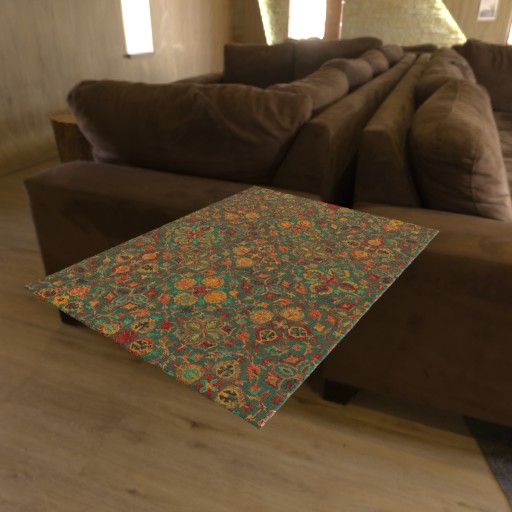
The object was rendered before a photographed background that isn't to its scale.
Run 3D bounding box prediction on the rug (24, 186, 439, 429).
[{"bbox_3d":[0.000,0.000,4.174,2.434,0.025,3.204,19,33,32],"label":"rug"}]
